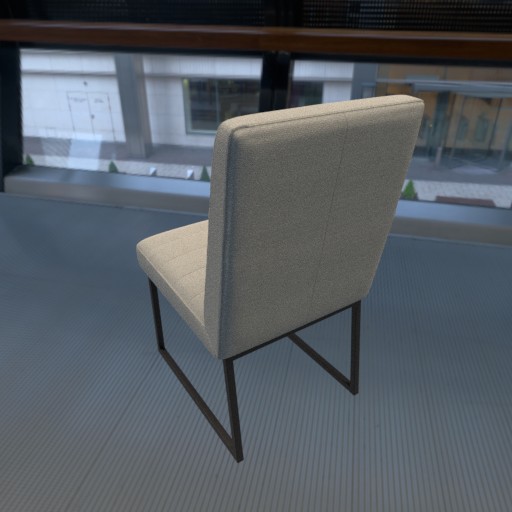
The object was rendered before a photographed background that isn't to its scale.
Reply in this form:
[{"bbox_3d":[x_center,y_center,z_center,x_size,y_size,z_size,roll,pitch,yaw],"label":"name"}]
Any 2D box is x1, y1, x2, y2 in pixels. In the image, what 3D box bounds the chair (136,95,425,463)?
[{"bbox_3d":[0.000,0.000,1.295,0.520,0.930,0.634,-18,34,-29],"label":"chair"}]
